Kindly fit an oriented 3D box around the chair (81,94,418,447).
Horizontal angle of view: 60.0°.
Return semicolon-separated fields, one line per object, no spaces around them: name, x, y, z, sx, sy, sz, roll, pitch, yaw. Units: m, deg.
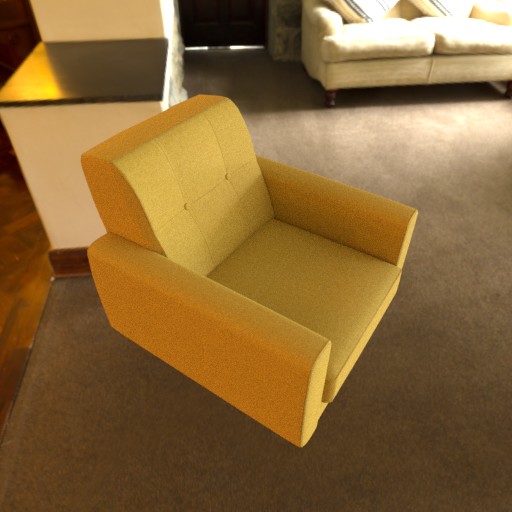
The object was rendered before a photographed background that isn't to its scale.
chair;0.000;0.000;1.586;0.909;0.841;0.831;24;46;25
